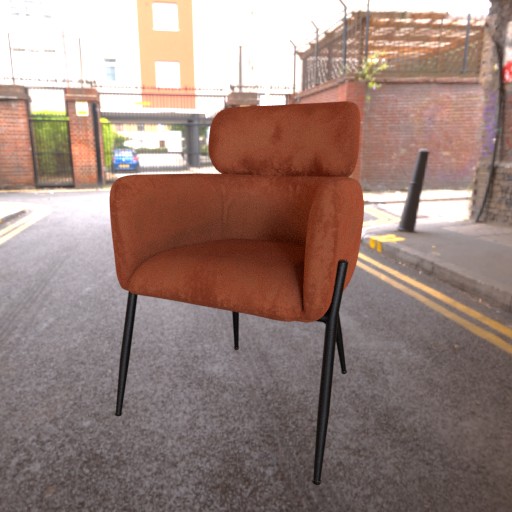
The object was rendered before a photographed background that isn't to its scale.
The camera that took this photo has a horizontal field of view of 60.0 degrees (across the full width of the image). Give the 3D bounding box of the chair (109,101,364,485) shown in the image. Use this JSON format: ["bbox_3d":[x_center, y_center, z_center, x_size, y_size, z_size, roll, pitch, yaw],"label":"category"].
[{"bbox_3d":[0.000,0.000,1.123,0.561,0.772,0.523,7,15,26],"label":"chair"}]
